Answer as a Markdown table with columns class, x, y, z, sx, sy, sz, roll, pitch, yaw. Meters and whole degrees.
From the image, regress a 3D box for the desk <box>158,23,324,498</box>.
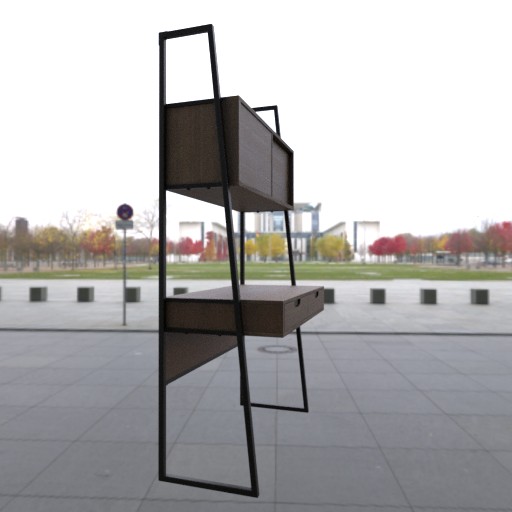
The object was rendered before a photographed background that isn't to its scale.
| class | x | y | z | sx | sy | sz | roll | pitch | yaw |
| --- | --- | --- | --- | --- | --- | --- | --- | --- | --- |
| desk | 0.000 | 0.000 | 2.172 | 0.515 | 1.809 | 0.982 | 0 | 0 | 18 |
